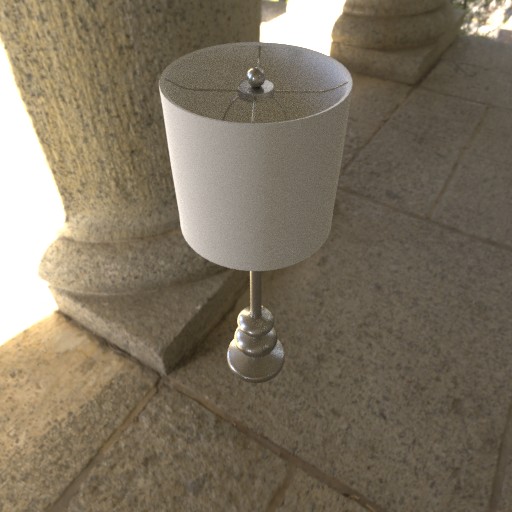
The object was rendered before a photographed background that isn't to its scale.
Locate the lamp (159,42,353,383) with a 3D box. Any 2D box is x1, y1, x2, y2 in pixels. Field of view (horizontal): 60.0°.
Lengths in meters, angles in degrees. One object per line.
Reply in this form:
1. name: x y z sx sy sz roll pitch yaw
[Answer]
1. lamp: 0.000 0.000 0.818 0.254 0.690 0.254 2 45 2
